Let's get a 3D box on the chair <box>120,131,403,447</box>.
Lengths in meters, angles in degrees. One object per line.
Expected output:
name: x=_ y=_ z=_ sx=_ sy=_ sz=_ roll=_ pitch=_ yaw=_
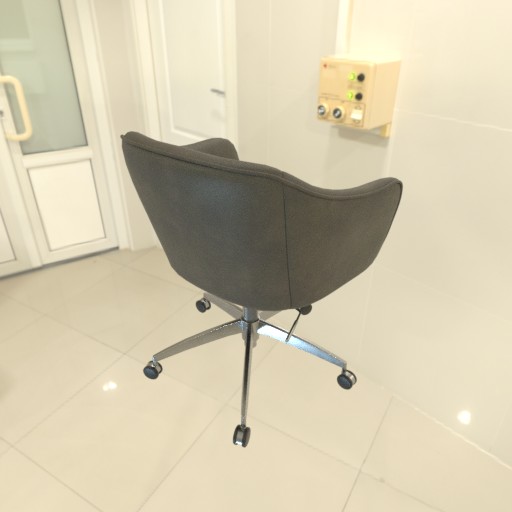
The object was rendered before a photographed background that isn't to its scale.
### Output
chair: x=0.000 y=0.000 z=1.394 sx=0.713 sy=0.827 sz=0.689 roll=22 pitch=37 yaw=32
